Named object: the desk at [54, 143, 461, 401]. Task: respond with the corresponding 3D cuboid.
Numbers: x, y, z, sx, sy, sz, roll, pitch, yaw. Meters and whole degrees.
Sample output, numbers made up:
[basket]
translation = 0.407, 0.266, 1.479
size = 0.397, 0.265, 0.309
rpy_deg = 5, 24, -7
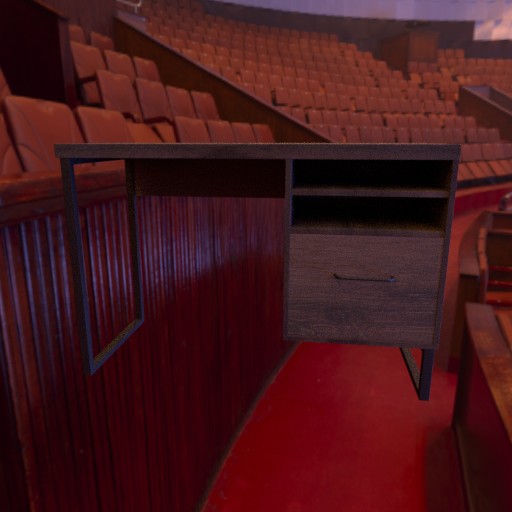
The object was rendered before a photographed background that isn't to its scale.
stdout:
[desk]
translation = 0.000, 0.000, 1.527
size = 1.134, 0.752, 0.511
rpy_deg = 2, 15, 8
